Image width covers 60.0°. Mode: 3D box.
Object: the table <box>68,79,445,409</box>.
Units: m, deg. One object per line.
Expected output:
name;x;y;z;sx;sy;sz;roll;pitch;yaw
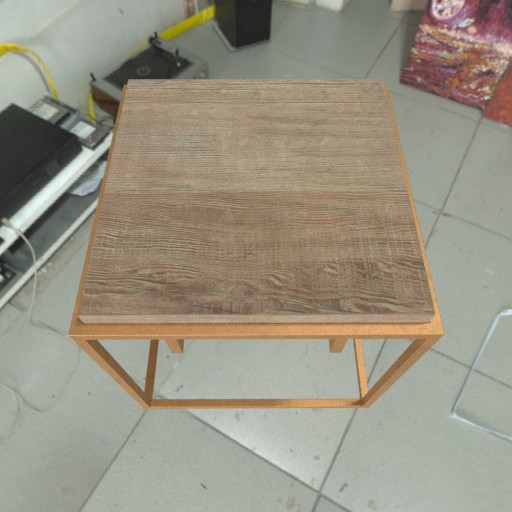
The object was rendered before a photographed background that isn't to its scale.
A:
table;0.000;0.000;1.082;0.599;0.584;0.599;0;60;0
